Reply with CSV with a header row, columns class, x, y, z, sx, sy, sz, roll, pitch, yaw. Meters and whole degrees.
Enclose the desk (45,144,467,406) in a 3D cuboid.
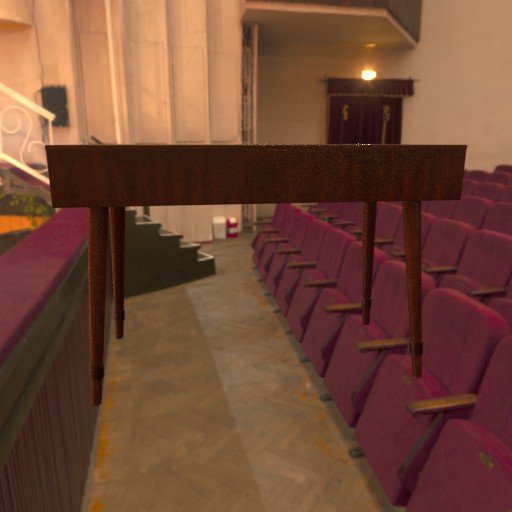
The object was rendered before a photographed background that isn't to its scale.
class,x,y,z,sx,sy,sz,roll,pitch,yaw
desk,0.000,0.000,2.112,1.577,1.031,0.734,-2,14,-8
